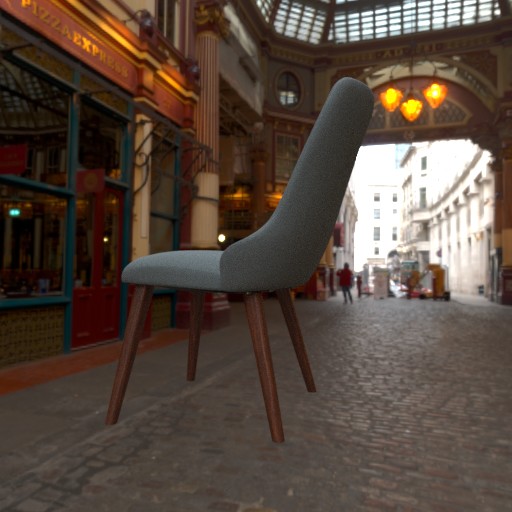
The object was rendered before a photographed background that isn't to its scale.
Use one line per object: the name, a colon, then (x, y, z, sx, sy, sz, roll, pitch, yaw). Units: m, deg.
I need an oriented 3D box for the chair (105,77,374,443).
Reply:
chair: (0.000, 0.000, 1.356, 0.707, 0.918, 0.535, -1, -2, 18)
